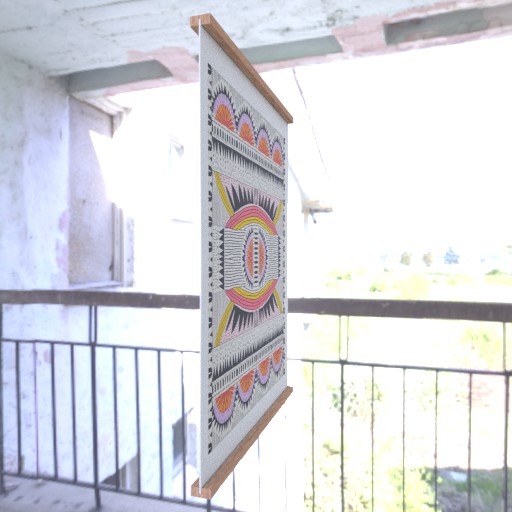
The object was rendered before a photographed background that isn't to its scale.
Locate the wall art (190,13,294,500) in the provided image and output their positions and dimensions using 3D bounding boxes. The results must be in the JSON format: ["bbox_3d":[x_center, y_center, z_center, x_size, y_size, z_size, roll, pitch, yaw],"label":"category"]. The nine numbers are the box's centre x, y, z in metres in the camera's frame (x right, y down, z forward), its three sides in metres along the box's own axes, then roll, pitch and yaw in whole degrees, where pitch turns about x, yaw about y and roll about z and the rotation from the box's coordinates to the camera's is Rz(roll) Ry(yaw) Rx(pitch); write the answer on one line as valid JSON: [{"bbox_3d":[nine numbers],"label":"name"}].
[{"bbox_3d":[0.000,0.000,0.774,0.028,0.609,0.456,0,1,18],"label":"wall art"}]
